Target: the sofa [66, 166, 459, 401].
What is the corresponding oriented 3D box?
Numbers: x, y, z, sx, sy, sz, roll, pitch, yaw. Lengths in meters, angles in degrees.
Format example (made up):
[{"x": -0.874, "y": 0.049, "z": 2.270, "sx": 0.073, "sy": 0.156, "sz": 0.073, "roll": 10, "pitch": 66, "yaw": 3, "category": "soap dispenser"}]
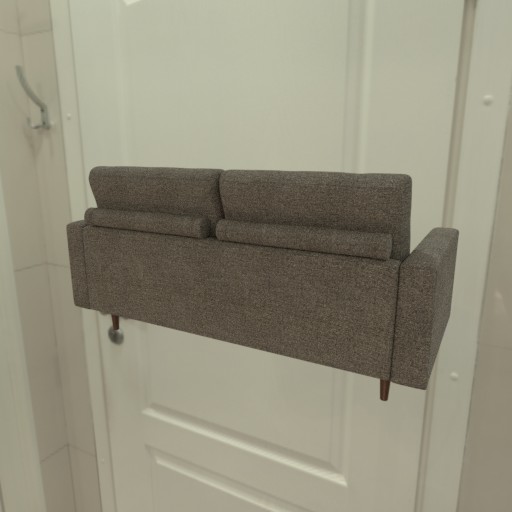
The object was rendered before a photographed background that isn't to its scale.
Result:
[{"x": 0.000, "y": 0.000, "z": 2.273, "sx": 1.821, "sy": 0.902, "sz": 0.863, "roll": 7, "pitch": 16, "yaw": 28, "category": "sofa"}]
